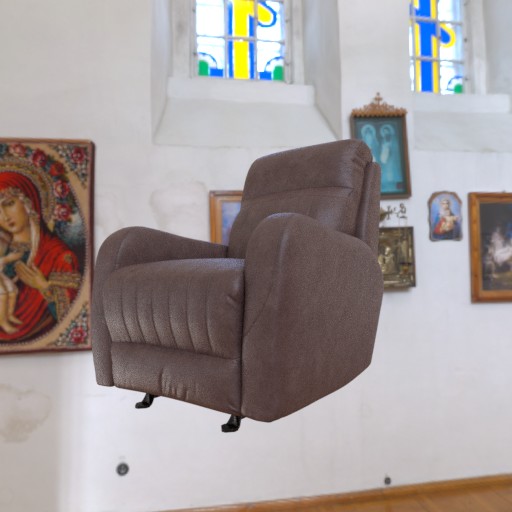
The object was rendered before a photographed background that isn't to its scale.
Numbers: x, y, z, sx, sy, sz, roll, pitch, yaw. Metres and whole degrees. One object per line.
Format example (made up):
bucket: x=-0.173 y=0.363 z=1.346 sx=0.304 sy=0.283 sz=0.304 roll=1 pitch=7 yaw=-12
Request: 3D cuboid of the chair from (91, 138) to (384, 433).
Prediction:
chair: x=0.000 y=0.000 z=1.805 sx=0.865 sy=1.067 sz=1.067 roll=-1 pitch=-2 yaw=35
